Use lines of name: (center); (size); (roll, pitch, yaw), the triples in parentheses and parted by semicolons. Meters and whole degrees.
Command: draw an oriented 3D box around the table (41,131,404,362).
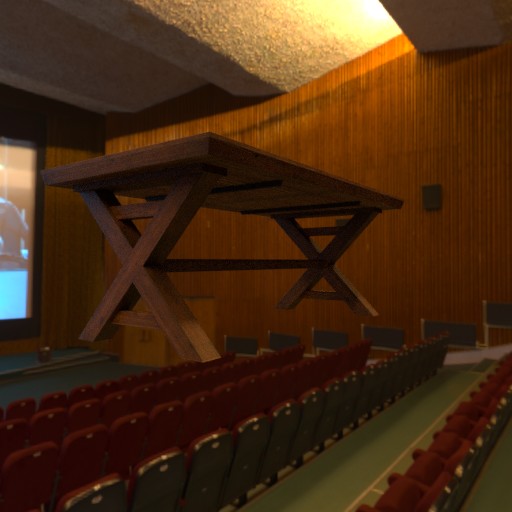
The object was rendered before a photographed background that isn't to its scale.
table: (0.000, 0.000, 2.555); (1.071, 0.793, 1.966); (0, -1, 36)
